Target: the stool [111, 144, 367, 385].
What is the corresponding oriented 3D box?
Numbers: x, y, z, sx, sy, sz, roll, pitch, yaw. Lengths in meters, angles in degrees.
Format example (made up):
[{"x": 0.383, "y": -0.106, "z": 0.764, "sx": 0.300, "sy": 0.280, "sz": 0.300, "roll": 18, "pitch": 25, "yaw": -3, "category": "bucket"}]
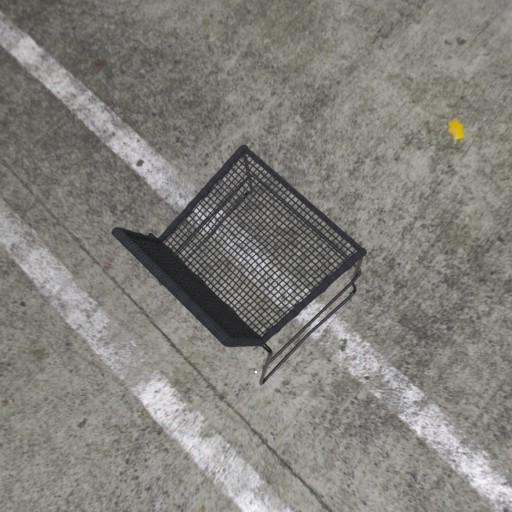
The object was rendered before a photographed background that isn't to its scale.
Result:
[{"x": 0.000, "y": 0.000, "z": 1.268, "sx": 0.590, "sy": 0.905, "sz": 0.509, "roll": 43, "pitch": 79, "yaw": 10, "category": "stool"}]
